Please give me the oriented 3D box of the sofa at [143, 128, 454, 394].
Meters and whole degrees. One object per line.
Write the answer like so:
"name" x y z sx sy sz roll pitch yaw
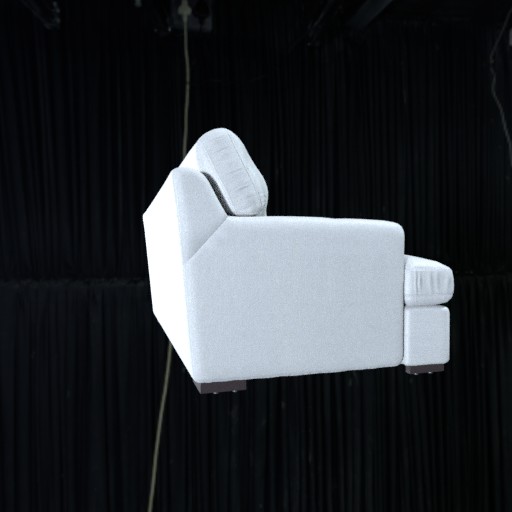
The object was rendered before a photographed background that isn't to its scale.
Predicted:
"sofa" 0.000 0.000 2.491 1.143 0.940 1.880 0 0 -17
